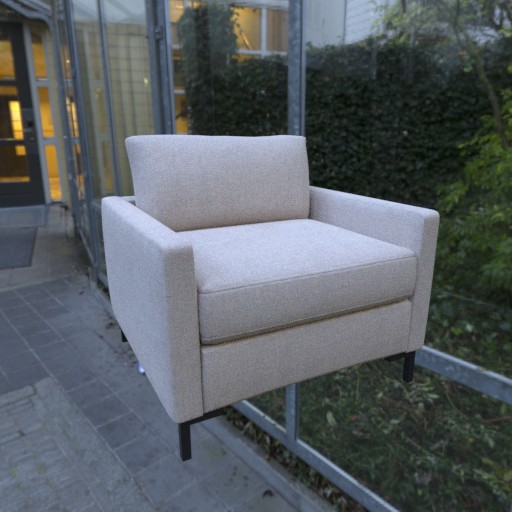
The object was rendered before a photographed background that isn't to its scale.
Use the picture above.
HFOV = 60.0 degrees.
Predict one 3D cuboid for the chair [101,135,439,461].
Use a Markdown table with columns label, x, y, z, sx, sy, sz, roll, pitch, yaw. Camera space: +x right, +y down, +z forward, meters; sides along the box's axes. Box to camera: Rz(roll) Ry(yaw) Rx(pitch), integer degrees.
| label | x | y | z | sx | sy | sz | roll | pitch | yaw |
| --- | --- | --- | --- | --- | --- | --- | --- | --- | --- |
| chair | 0.000 | 0.000 | 1.640 | 0.963 | 0.861 | 0.866 | -8 | 18 | -26 |
